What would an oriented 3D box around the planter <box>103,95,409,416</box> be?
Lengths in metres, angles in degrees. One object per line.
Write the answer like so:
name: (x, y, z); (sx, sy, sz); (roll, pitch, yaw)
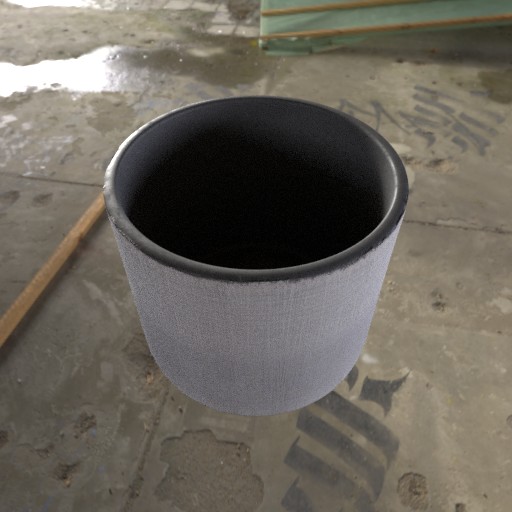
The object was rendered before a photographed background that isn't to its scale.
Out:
planter: (0.000, 0.000, 0.449); (0.254, 0.221, 0.254); (0, 47, 0)
